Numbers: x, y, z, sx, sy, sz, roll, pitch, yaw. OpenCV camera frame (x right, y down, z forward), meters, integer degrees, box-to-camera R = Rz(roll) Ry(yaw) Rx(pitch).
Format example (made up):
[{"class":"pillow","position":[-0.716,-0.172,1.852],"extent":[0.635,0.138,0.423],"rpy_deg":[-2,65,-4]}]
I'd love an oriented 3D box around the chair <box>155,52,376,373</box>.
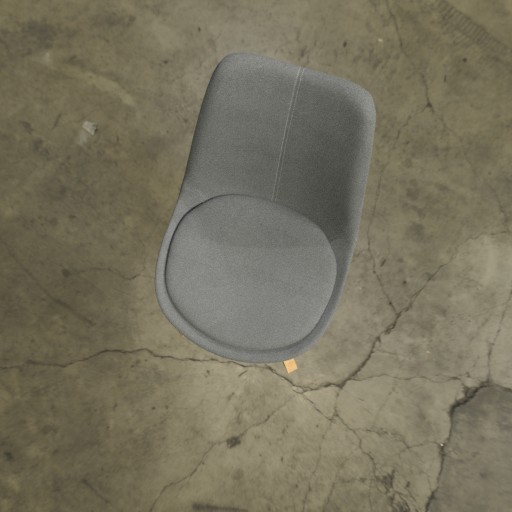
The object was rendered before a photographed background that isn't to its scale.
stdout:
[{"class":"chair","position":[0.000,0.000,1.172],"extent":[0.474,0.863,0.549],"rpy_deg":[18,76,4]}]
